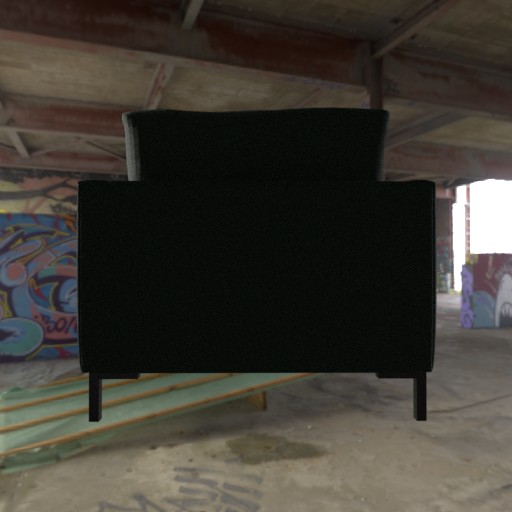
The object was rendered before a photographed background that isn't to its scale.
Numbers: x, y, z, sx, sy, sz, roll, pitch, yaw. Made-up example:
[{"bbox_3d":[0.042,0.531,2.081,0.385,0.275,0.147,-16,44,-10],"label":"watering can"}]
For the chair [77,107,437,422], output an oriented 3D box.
[{"bbox_3d":[0.000,0.000,1.565,0.963,0.861,0.866,0,-1,0],"label":"chair"}]
